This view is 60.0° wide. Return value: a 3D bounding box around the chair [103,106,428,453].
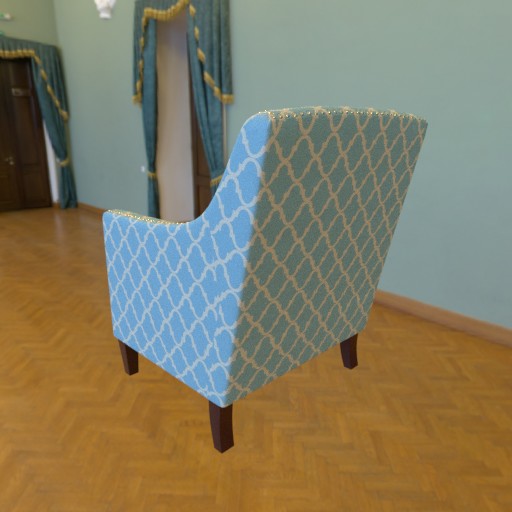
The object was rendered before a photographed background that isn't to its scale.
[{"bbox_3d":[0.000,0.000,1.308,0.617,0.817,0.686,-15,22,-42],"label":"chair"}]
